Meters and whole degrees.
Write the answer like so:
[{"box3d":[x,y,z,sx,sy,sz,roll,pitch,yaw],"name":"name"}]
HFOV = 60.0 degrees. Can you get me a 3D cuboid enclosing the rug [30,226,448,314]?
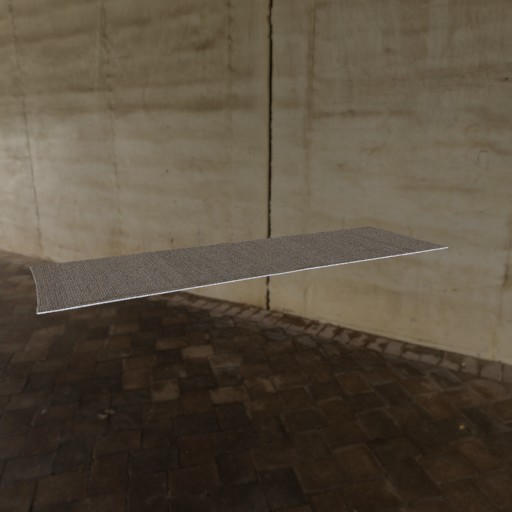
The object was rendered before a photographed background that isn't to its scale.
[{"box3d":[0.000,0.000,2.619,2.390,0.014,0.741,-8,17,-26],"name":"rug"}]
